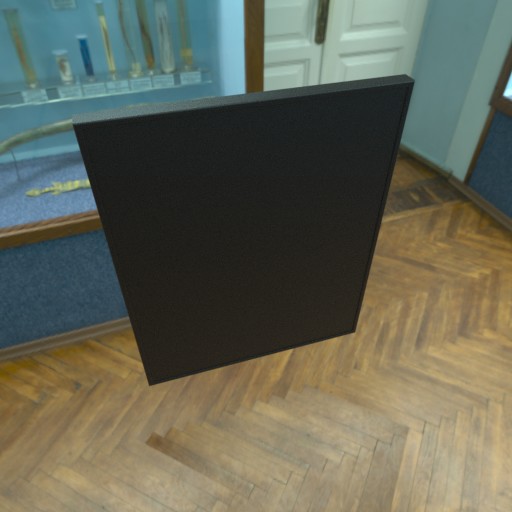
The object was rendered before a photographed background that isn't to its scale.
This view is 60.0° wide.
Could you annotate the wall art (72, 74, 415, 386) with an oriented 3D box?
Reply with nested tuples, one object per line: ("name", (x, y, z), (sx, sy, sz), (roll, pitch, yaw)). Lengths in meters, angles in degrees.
("wall art", (0.000, 0.000, 0.753), (0.451, 0.551, 0.028), (-12, 43, -13))
